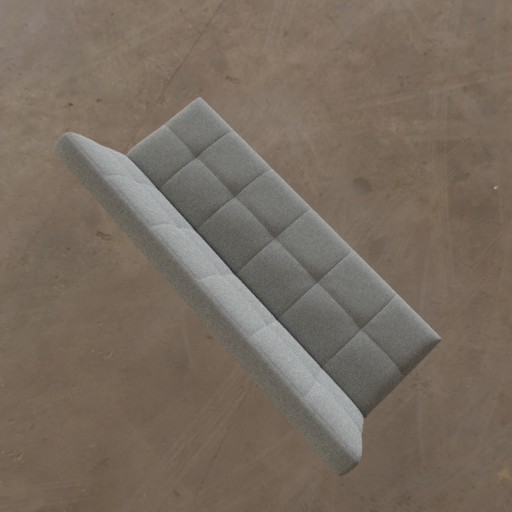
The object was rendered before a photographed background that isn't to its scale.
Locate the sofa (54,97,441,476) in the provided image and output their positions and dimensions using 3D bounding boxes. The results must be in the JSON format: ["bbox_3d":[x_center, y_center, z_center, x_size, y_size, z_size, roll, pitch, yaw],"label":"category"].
[{"bbox_3d":[0.000,0.000,2.183,0.800,0.800,1.820,-41,79,-10],"label":"sofa"}]
